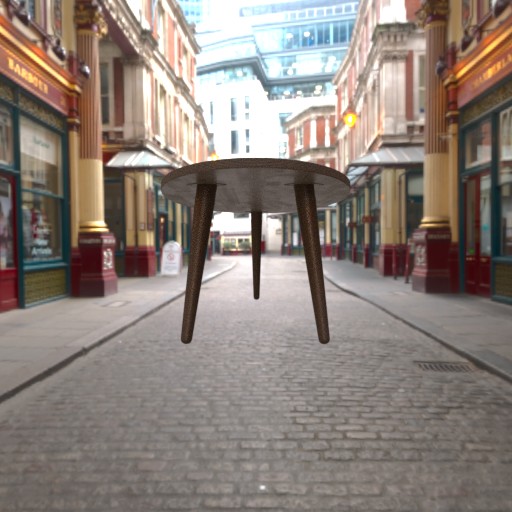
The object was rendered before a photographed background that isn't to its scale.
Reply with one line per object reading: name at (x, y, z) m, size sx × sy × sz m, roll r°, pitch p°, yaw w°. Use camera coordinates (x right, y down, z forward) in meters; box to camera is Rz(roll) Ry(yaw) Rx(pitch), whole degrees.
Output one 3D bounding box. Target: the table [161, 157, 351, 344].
table at (0.000, 0.000, 1.381) m, size 0.542 × 0.390 × 1.083 m, roll 0°, pitch 1°, yaw 0°
